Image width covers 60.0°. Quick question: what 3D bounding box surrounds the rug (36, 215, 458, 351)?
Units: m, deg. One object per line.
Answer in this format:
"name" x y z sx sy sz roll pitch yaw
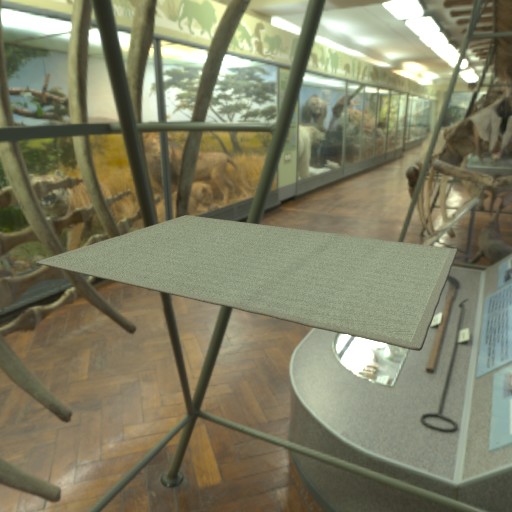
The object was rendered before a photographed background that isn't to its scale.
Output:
"rug" 0.000 0.000 2.887 2.290 0.021 1.540 9 20 27
